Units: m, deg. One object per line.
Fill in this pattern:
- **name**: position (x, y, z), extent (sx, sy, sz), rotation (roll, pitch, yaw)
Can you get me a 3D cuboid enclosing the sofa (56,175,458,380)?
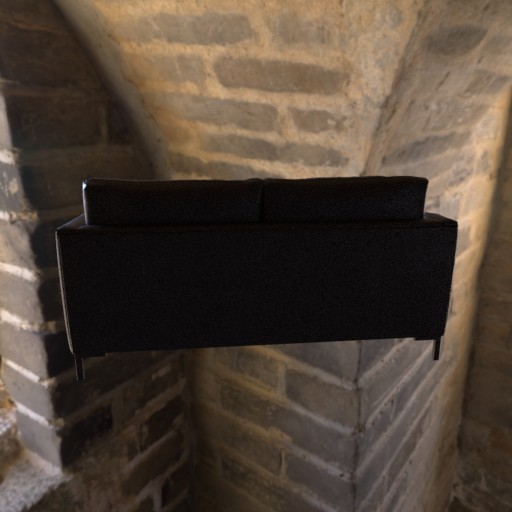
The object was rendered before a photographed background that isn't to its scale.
- **sofa**: position (0.000, 0.000, 2.376), extent (1.805, 0.883, 0.947), rotation (-2, 14, -8)
